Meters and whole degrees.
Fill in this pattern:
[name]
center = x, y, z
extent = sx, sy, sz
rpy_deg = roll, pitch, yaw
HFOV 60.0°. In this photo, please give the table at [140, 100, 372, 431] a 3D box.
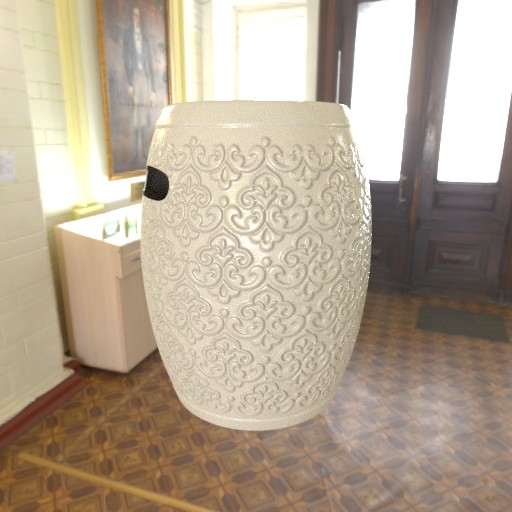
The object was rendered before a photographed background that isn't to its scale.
[table]
center = 0.000, 0.000, 0.617
extent = 0.309, 0.397, 0.309
rpy_deg = 0, 15, 0
